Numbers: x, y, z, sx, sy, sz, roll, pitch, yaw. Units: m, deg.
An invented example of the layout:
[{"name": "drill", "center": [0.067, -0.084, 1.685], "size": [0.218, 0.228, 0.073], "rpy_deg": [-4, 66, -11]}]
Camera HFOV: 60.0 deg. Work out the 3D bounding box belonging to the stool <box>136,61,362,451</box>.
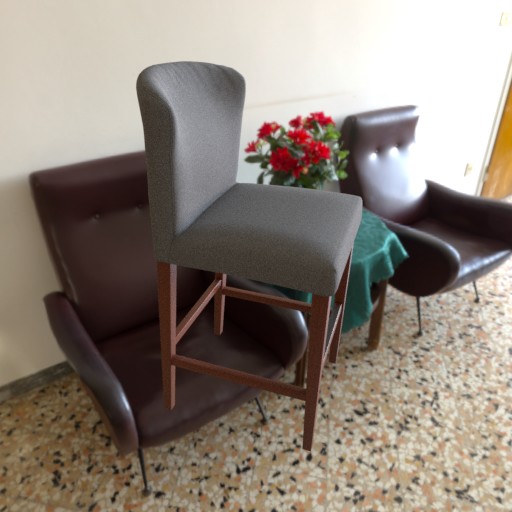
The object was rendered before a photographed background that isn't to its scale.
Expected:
[{"name": "stool", "center": [0.000, 0.000, 1.356], "size": [0.568, 1.069, 0.481], "rpy_deg": [10, 32, 17]}]
